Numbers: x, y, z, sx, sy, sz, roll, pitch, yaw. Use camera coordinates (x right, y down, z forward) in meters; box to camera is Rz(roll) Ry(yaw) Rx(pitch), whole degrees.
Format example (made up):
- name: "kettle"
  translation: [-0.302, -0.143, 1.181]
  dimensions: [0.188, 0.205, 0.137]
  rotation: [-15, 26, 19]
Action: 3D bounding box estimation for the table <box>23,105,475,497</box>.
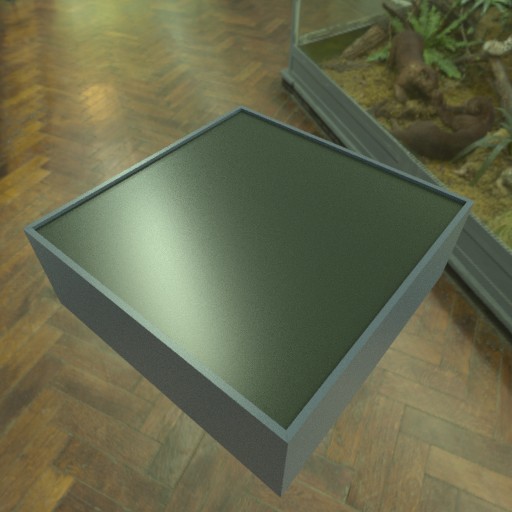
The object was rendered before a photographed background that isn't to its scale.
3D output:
- name: "table"
  translation: [0.000, 0.000, 1.214]
  dimensions: [0.801, 0.299, 0.801]
  rotation: [31, 53, 26]
